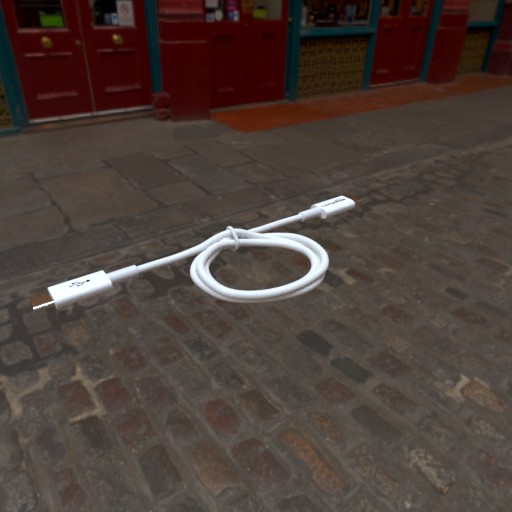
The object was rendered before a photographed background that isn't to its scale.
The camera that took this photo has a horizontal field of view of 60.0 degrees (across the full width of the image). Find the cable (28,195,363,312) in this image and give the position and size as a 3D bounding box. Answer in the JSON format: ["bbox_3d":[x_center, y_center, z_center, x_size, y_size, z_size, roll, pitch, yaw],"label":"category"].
[{"bbox_3d":[0.000,0.000,0.225,0.203,0.014,0.070,-20,36,-30],"label":"cable"}]
